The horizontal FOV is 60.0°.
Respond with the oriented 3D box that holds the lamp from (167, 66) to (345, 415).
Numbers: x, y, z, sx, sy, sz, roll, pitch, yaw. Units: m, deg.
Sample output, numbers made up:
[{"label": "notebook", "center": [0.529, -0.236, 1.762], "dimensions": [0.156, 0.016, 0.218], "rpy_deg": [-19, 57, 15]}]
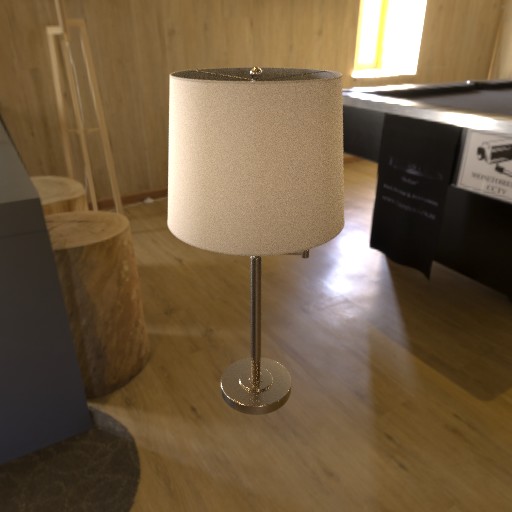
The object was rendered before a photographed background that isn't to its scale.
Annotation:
[{"label": "lamp", "center": [0.000, 0.000, 0.884], "dimensions": [0.333, 0.696, 0.333], "rpy_deg": [0, 27, 0]}]
